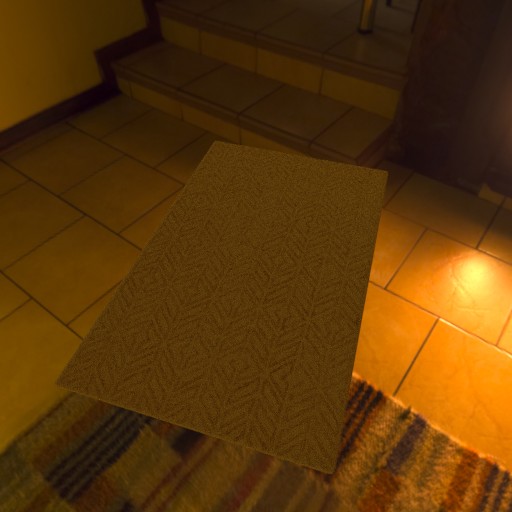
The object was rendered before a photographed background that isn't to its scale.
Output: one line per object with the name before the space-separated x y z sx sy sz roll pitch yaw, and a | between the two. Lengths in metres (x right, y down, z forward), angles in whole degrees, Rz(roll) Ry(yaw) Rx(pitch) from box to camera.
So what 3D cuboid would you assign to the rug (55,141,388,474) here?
rug | 0.000 0.000 3.012 1.523 0.008 2.438 13 49 12
